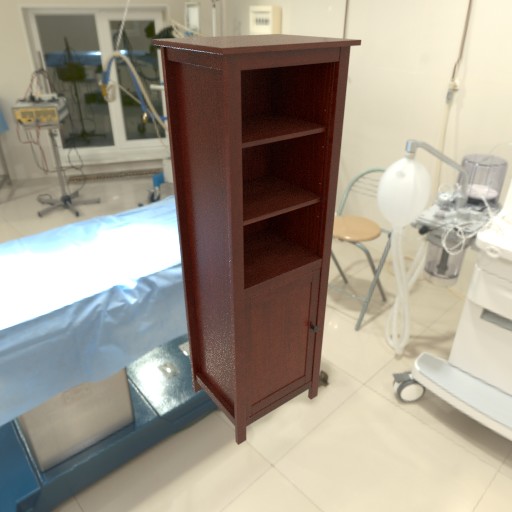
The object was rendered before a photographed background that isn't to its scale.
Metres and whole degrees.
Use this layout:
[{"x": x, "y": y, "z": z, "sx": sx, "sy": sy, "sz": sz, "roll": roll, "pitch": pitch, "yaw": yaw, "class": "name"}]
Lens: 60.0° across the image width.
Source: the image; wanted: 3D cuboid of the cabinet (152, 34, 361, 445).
[{"x": 0.000, "y": 0.000, "z": 1.726, "sx": 0.500, "sy": 1.518, "sz": 0.401, "roll": -20, "pitch": 35, "yaw": -31, "class": "cabinet"}]
